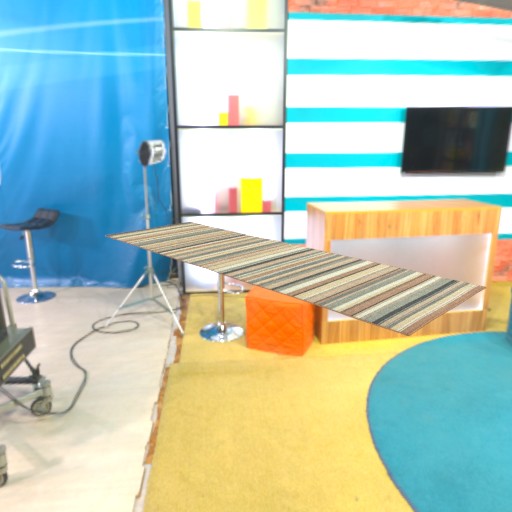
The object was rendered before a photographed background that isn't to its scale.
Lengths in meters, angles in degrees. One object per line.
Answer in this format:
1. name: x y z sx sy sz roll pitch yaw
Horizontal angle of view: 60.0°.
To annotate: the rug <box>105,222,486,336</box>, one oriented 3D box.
1. rug: 0.000 0.000 2.761 0.799 0.010 2.444 -14 21 -43
